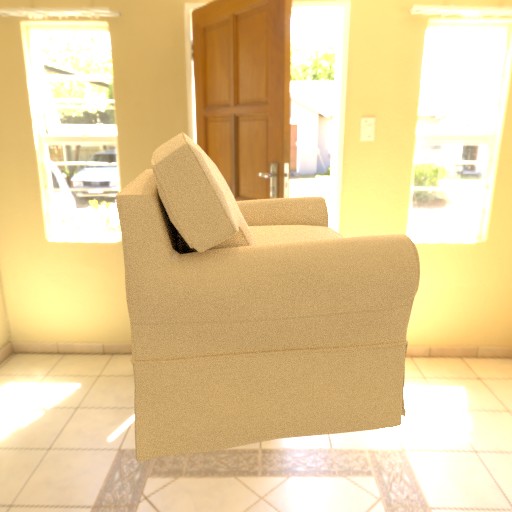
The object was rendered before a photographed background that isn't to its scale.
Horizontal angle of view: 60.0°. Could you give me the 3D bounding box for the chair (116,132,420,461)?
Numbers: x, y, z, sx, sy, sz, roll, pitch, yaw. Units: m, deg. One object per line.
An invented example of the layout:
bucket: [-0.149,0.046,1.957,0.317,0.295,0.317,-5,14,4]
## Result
chair: [0.000,0.000,1.780,0.904,0.958,1.099,-2,16,-8]
